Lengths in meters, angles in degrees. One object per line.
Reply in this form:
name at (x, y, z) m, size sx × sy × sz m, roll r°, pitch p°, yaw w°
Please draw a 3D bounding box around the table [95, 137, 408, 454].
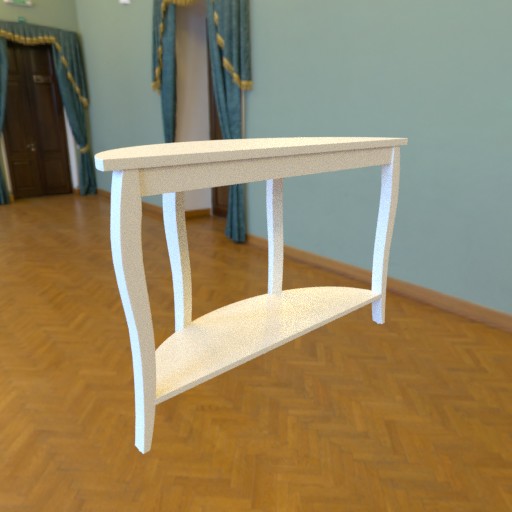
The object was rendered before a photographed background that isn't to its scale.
table at (0.000, 0.000, 1.571) m, size 1.219 × 0.780 × 0.394 m, roll -16°, pitch 24°, yaw -40°
